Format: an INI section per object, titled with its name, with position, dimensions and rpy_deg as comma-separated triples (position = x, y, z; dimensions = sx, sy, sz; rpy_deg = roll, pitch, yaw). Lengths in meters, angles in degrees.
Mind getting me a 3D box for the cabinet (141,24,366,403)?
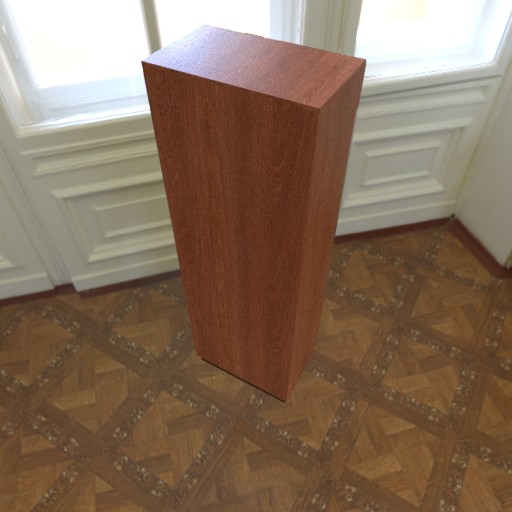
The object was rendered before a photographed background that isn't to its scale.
[cabinet]
position = 0.000, 0.000, 2.238
dimensions = 0.660, 1.980, 0.420
rpy_deg = 22, 51, 20
